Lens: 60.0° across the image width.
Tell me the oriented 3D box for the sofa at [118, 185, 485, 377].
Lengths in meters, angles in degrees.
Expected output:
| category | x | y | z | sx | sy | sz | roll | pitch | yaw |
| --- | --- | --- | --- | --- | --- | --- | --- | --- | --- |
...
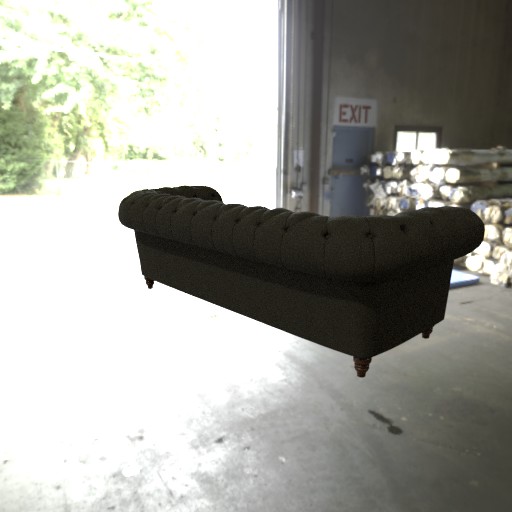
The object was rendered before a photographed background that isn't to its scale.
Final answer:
| category | x | y | z | sx | sy | sz | roll | pitch | yaw |
| --- | --- | --- | --- | --- | --- | --- | --- | --- | --- |
| sofa | 0.000 | 0.000 | 2.774 | 0.991 | 0.762 | 2.362 | -12 | 18 | -42 |
